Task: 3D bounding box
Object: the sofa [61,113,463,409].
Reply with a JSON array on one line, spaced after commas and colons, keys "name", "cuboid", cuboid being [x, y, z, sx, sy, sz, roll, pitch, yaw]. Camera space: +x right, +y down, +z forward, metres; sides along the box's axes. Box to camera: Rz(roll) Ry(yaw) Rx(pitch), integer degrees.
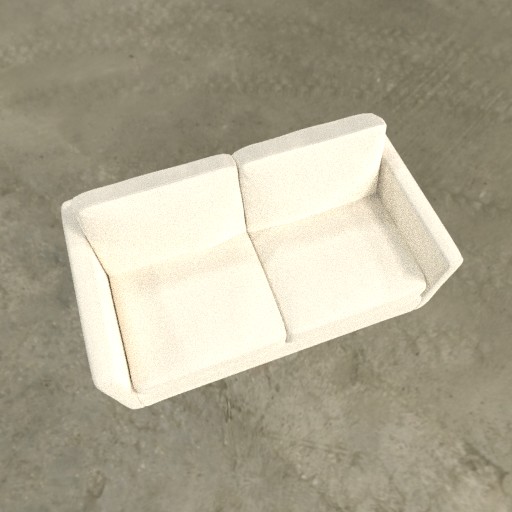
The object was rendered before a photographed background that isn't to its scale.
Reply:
[{"name": "sofa", "cuboid": [0.000, 0.000, 2.274, 1.702, 0.888, 0.964, -17, 64, -9]}]
